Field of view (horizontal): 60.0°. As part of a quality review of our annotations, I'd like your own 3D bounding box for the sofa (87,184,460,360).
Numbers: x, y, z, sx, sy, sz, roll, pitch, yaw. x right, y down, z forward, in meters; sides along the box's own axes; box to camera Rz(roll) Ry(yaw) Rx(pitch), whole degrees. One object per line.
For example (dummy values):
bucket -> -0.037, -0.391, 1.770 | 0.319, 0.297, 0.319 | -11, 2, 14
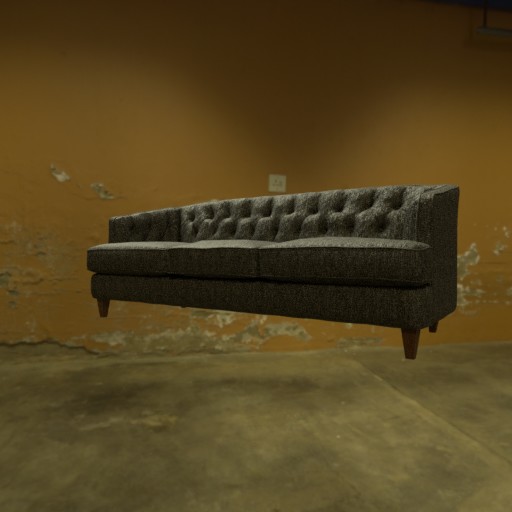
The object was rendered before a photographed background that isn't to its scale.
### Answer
sofa -> 0.000, 0.000, 2.768 | 2.278, 0.855, 0.941 | 0, 0, 35
